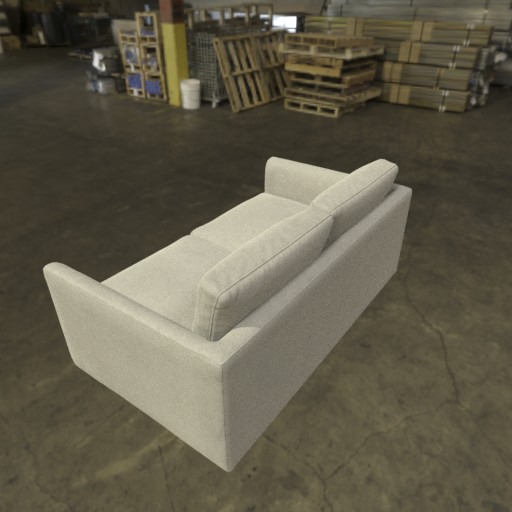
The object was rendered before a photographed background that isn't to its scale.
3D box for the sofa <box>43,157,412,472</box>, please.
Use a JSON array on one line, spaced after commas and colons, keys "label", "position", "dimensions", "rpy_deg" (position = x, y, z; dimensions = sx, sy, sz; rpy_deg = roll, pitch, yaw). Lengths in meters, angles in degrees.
[{"label": "sofa", "position": [0.000, 0.000, 2.539], "dimensions": [1.091, 0.839, 1.905], "rpy_deg": [21, 37, 30]}]
